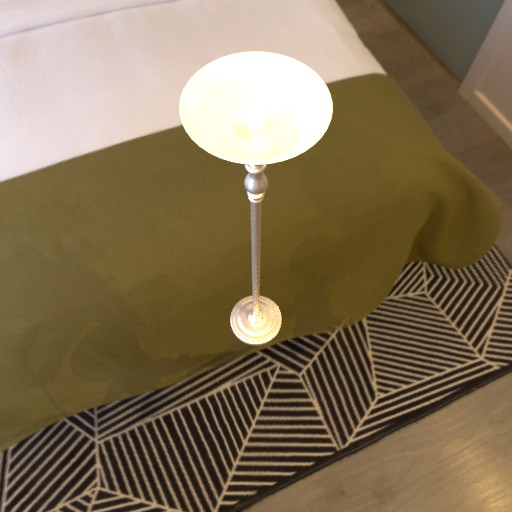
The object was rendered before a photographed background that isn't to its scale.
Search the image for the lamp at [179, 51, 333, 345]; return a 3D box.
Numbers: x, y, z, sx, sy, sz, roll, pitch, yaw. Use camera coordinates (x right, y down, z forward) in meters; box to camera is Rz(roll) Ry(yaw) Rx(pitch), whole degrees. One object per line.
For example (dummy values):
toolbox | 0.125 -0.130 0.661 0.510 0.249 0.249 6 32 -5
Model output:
lamp | 0.000 0.000 1.962 0.405 1.771 0.405 32 67 15
